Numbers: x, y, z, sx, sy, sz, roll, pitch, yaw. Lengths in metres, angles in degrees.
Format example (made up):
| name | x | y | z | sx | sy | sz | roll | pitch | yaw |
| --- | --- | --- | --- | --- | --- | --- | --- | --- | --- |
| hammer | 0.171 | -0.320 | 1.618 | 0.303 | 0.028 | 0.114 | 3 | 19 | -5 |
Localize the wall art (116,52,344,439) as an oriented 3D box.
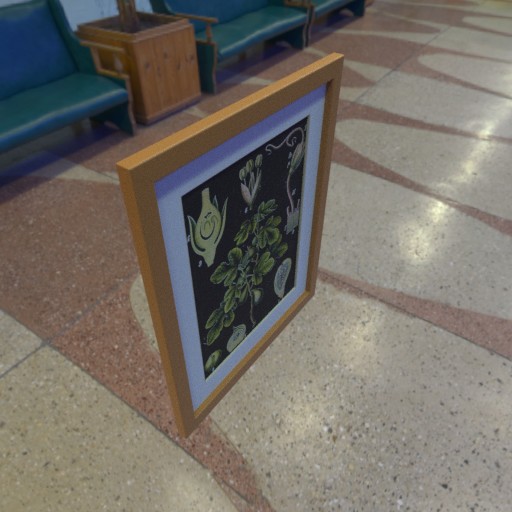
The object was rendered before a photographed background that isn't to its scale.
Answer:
| name | x | y | z | sx | sy | sz | roll | pitch | yaw |
| --- | --- | --- | --- | --- | --- | --- | --- | --- | --- |
| wall art | 0.000 | 0.000 | 0.762 | 0.022 | 0.553 | 0.452 | 26 | 47 | 27 |
